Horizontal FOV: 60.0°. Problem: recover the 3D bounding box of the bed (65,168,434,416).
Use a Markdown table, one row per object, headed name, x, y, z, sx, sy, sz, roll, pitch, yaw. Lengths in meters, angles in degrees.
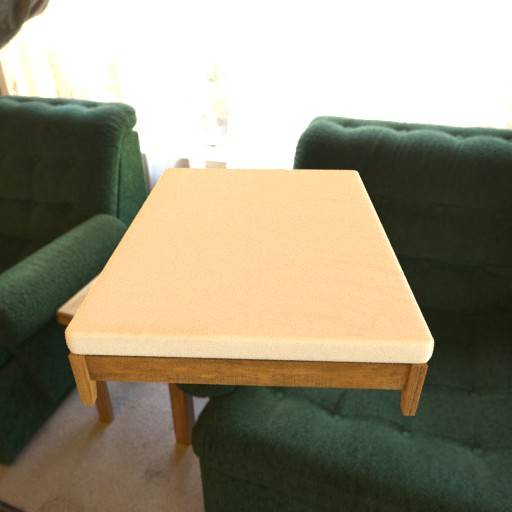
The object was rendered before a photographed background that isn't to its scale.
| name | x | y | z | sx | sy | sz | roll | pitch | yaw |
| --- | --- | --- | --- | --- | --- | --- | --- | --- | --- |
| bed | 0.000 | 0.000 | 2.765 | 1.536 | 0.431 | 2.016 | 1 | 31 | 2 |
